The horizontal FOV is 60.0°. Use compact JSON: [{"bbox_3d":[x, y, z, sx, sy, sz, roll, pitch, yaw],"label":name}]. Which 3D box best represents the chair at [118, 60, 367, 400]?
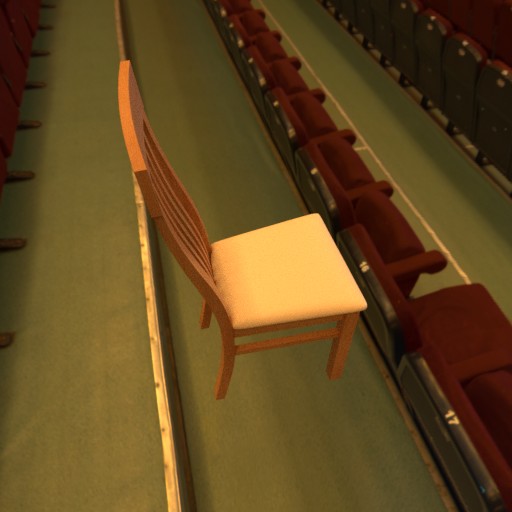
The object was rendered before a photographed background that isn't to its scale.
[{"bbox_3d":[0.000,0.000,1.343,0.580,1.050,0.450,-11,48,-10],"label":"chair"}]
